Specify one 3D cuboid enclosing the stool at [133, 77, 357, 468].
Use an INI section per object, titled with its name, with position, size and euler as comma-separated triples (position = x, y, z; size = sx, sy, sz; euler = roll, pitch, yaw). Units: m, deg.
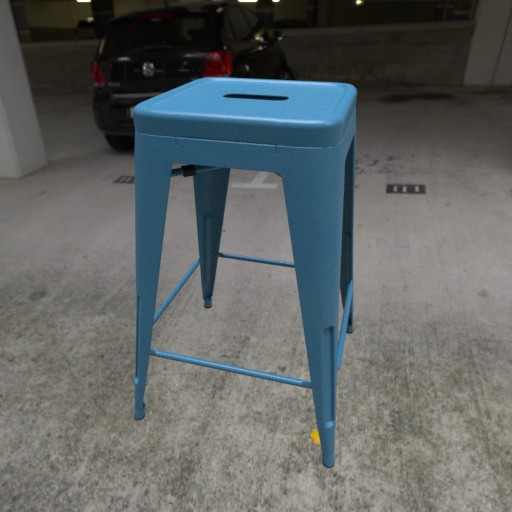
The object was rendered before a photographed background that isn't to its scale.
[stool]
position = 0.000, 0.000, 0.870
size = 0.410, 0.608, 0.410
euler = 8, 31, 14
